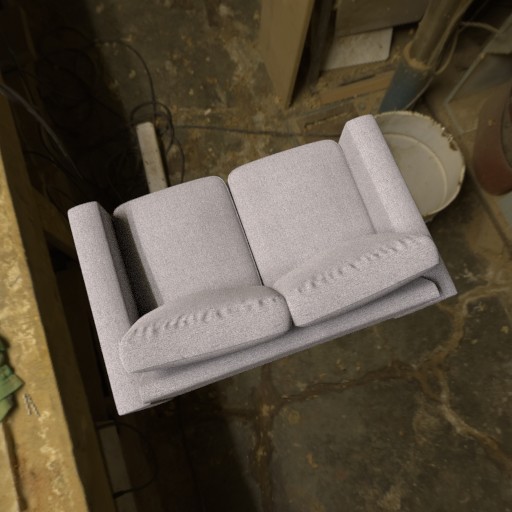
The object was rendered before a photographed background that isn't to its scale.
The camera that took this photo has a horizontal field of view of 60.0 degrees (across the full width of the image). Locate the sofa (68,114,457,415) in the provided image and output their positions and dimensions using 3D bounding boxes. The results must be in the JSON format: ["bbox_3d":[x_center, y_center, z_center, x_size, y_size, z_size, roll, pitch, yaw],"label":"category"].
[{"bbox_3d":[0.000,0.000,1.986,1.420,0.873,0.917,-19,75,-5],"label":"sofa"}]
